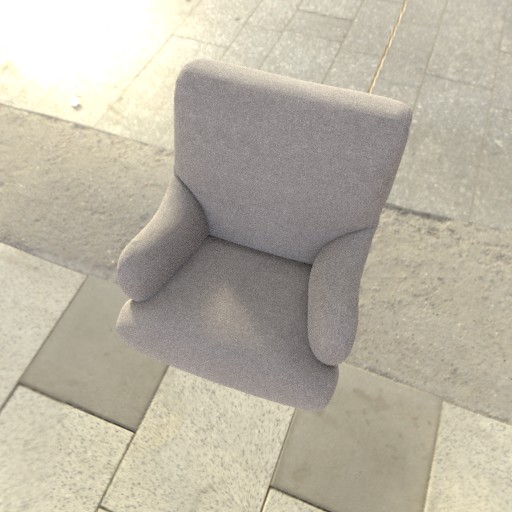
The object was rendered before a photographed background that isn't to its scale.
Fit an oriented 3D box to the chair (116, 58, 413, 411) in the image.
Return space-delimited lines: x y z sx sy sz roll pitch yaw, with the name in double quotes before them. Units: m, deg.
"chair" 0.000 0.000 1.548 0.766 0.942 0.843 17 60 10
